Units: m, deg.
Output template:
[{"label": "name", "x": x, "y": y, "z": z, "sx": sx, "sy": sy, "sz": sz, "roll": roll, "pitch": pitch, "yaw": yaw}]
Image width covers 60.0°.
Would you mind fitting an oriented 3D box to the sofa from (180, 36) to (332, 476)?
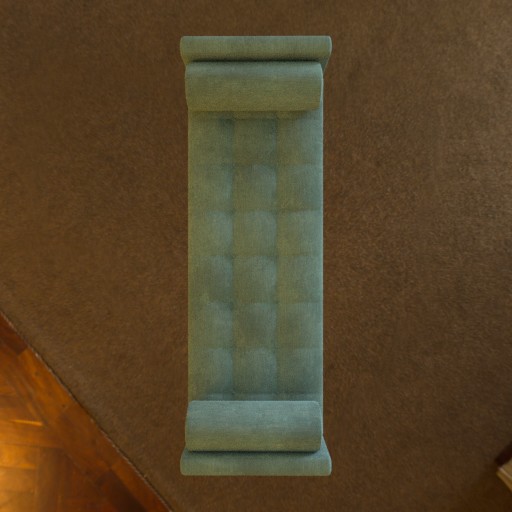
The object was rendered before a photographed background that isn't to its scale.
[{"label": "sofa", "x": 0.000, "y": 0.000, "z": 2.287, "sx": 0.686, "sy": 0.635, "sz": 1.981, "roll": 0, "pitch": 90, "yaw": 0}]
